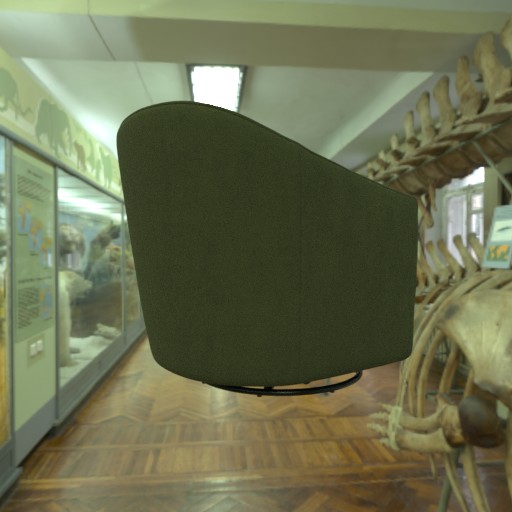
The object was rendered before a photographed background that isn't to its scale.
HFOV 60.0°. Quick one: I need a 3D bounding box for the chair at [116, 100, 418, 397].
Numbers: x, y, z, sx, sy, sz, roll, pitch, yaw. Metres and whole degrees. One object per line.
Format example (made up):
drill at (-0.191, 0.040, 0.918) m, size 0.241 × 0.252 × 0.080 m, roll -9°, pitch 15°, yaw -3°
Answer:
chair at (0.000, 0.000, 1.480) m, size 0.875 × 0.799 × 0.747 m, roll 0°, pitch 1°, yaw -36°
